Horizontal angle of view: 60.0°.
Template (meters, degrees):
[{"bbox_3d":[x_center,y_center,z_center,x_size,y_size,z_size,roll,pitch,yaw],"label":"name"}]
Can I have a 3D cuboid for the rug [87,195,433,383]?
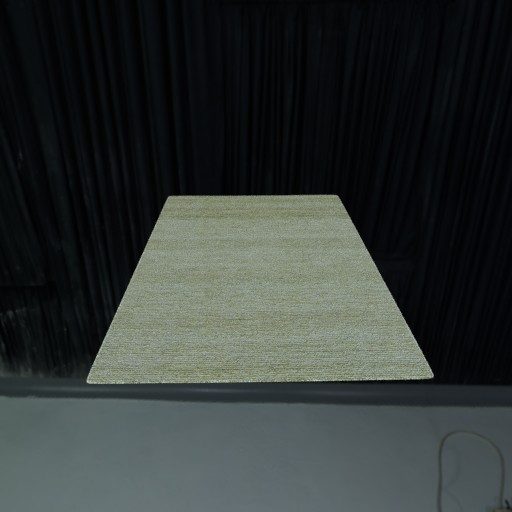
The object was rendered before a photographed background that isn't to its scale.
[{"bbox_3d":[0.000,0.000,2.219,1.143,0.010,1.758,-1,28,-1],"label":"rug"}]
